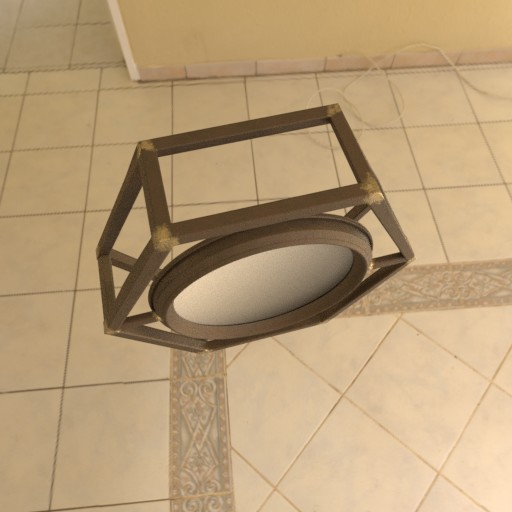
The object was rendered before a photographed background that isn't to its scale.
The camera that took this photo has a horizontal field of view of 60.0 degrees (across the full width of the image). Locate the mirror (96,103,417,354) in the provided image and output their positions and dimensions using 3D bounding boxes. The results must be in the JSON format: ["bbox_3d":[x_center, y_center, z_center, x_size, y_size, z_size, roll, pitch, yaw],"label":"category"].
[{"bbox_3d":[0.000,0.000,0.546,0.380,0.334,0.119,-13,63,-7],"label":"mirror"}]
